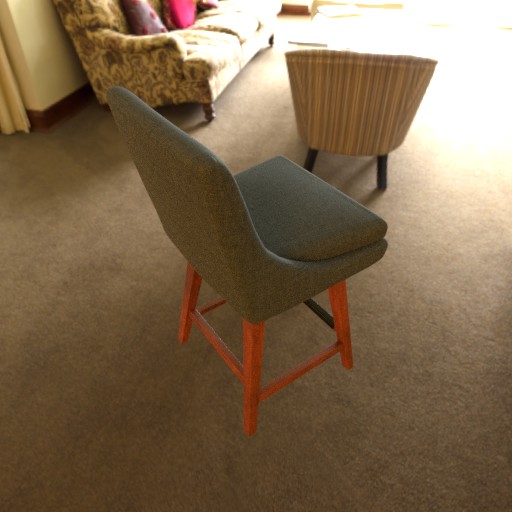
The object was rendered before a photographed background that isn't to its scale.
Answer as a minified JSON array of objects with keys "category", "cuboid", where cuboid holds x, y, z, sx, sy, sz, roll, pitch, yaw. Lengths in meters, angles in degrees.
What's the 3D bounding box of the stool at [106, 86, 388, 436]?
[{"category":"stool","cuboid":[0.000,0.000,1.197,0.524,0.895,0.467,-25,46,-26]}]
